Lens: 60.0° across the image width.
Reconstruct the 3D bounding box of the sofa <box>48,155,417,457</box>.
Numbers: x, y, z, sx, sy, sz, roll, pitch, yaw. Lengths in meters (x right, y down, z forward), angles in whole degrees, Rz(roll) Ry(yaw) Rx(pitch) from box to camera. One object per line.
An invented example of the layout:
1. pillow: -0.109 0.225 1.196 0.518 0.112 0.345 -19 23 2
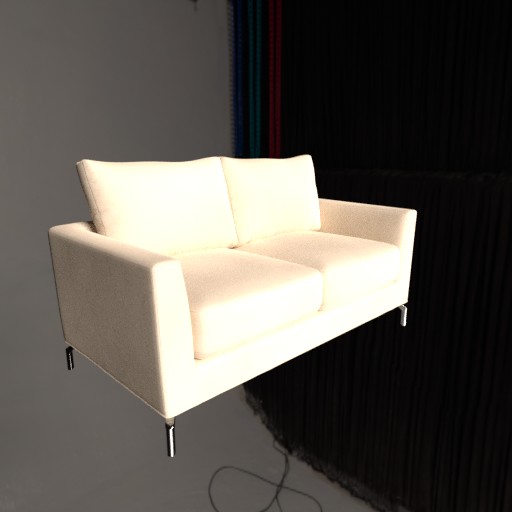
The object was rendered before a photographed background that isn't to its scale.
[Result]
1. sofa: 0.000 0.000 2.295 1.739 0.995 0.906 -13 19 -43
